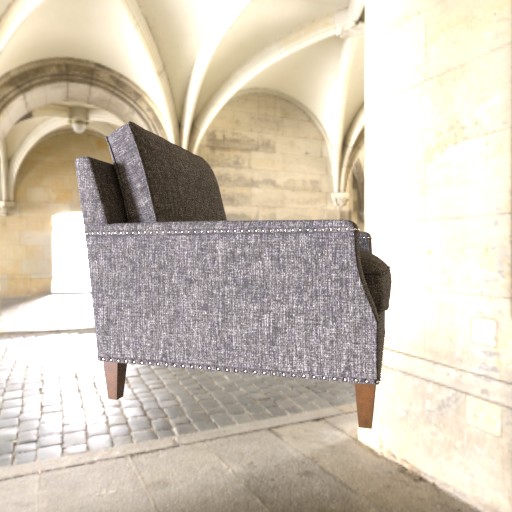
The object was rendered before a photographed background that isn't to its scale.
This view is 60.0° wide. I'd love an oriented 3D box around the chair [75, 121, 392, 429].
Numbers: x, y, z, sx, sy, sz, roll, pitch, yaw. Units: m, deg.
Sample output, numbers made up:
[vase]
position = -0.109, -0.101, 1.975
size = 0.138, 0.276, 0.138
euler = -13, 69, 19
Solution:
[chair]
position = 0.000, 0.000, 1.733
size = 1.014, 0.943, 0.853
euler = 0, 1, 17
